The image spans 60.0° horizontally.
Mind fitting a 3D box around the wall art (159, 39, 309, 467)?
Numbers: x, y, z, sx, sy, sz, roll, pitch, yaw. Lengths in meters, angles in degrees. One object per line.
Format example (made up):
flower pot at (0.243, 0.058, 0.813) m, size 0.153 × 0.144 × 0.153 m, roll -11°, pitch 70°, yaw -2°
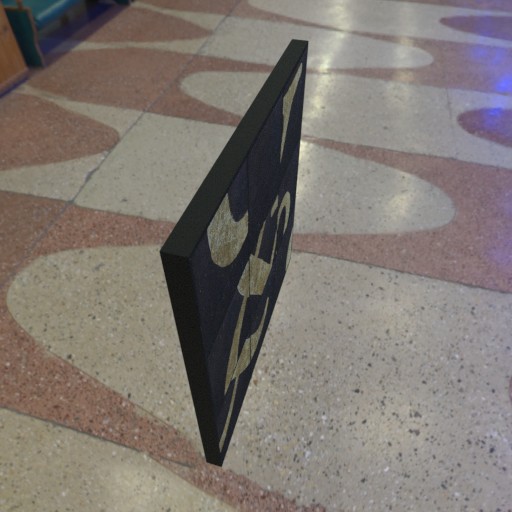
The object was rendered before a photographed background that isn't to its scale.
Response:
wall art at (0.000, 0.000, 1.095) m, size 0.044 × 0.758 × 0.758 m, roll 12°, pitch 47°, yaw 11°
